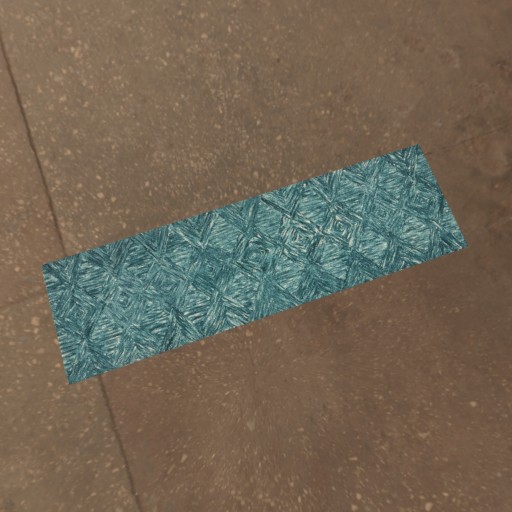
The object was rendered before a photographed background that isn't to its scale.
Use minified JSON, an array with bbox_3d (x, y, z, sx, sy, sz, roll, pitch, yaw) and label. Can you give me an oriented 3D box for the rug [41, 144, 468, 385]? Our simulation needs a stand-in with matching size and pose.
[{"bbox_3d":[0.000,0.000,2.472,2.286,0.016,0.676,-18,76,-5],"label":"rug"}]
